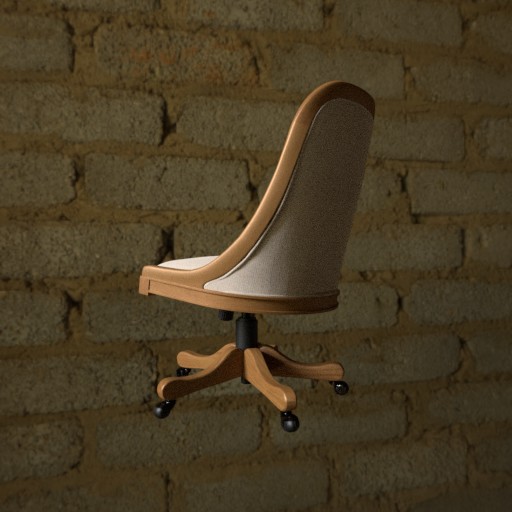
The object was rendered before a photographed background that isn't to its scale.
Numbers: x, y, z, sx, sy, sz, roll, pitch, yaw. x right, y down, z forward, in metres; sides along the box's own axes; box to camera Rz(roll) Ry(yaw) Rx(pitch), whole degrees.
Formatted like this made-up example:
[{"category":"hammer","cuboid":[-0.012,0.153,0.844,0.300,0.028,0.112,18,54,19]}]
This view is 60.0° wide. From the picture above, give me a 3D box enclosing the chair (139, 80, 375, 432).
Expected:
[{"category":"chair","cuboid":[0.000,0.000,1.563,0.811,1.009,0.702,1,1,37]}]
